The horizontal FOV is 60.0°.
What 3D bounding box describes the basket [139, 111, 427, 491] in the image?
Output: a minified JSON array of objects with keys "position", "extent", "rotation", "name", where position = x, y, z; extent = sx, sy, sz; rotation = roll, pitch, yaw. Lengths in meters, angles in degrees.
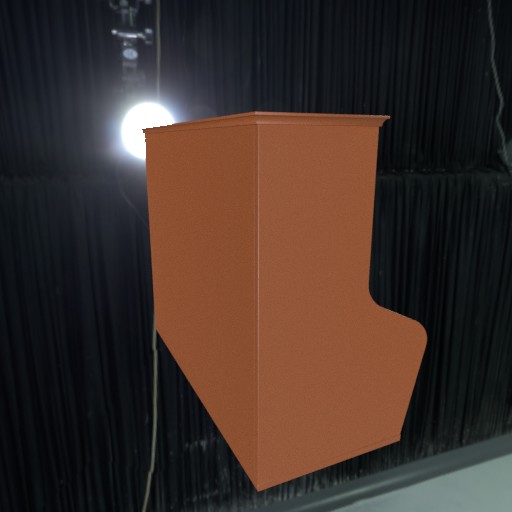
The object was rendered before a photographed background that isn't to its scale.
[{"position":[0.000,0.000,1.098],"extent":[0.376,0.625,0.792],"rotation":[-7,16,-24],"name":"basket"}]
